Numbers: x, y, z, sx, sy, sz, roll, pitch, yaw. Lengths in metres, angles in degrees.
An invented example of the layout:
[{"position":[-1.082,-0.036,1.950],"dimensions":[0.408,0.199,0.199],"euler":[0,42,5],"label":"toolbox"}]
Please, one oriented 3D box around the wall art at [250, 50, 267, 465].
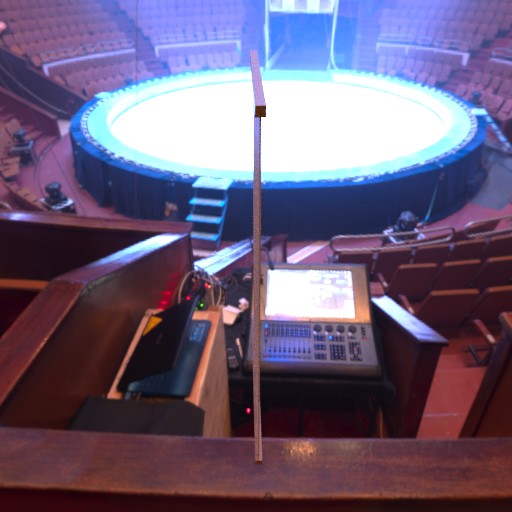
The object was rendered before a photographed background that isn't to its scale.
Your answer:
[{"position":[0.000,0.000,1.940],"dimensions":[0.030,1.519,0.990],"euler":[-1,32,-1],"label":"wall art"}]
